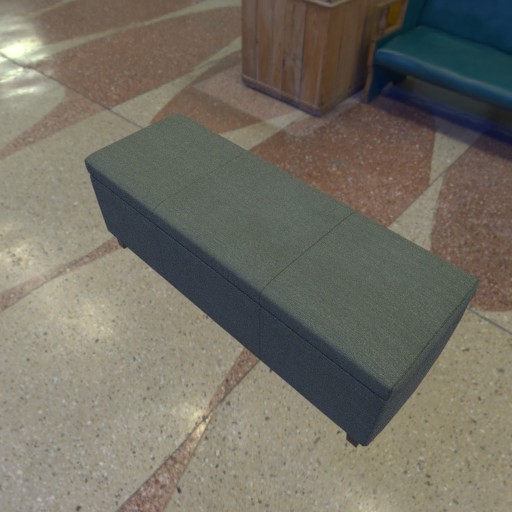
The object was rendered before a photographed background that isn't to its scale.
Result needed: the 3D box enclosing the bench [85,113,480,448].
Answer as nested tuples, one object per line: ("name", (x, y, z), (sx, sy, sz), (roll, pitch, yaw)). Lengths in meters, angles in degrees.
("bench", (0.000, 0.000, 1.503), (1.269, 0.438, 0.446), (35, 56, 28))
